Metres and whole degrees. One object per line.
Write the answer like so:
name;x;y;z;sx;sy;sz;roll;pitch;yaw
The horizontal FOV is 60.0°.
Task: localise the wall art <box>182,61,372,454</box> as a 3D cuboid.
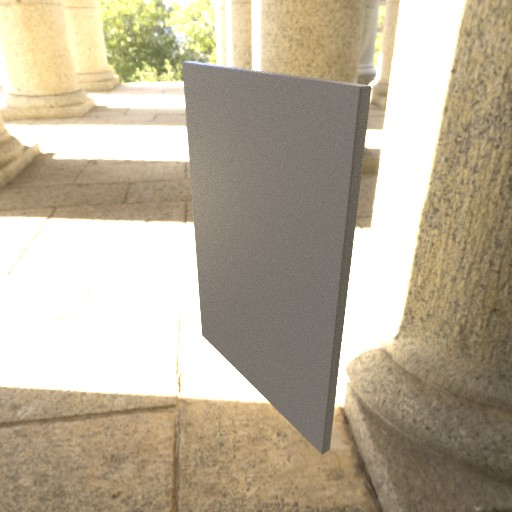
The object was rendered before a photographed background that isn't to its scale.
wall art;0.000;0.000;1.051;0.026;0.813;0.556;-19;34;-32
